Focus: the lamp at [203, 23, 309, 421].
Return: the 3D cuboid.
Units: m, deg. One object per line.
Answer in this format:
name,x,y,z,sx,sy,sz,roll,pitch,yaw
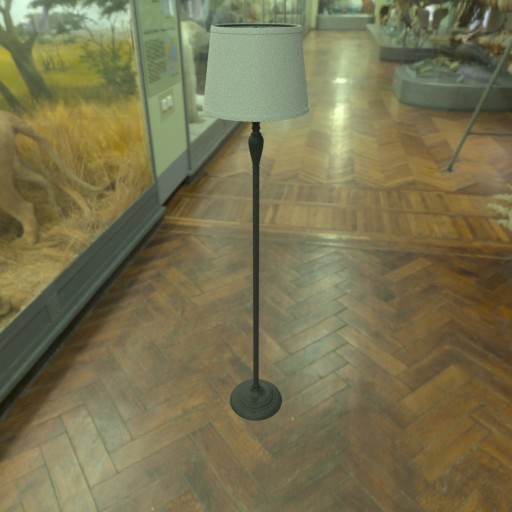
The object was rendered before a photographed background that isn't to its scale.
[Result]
lamp,0.000,0.000,1.630,0.327,1.506,0.327,-11,32,-18
